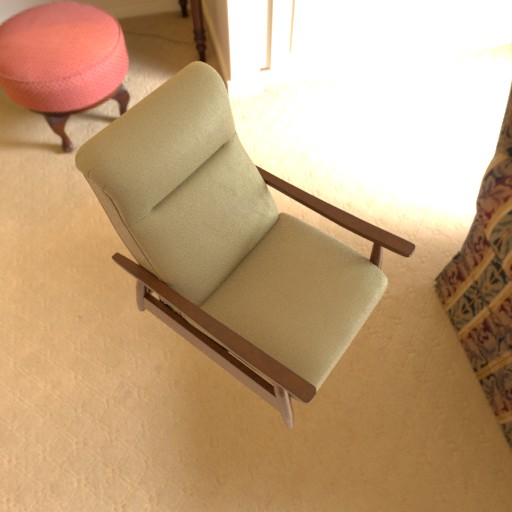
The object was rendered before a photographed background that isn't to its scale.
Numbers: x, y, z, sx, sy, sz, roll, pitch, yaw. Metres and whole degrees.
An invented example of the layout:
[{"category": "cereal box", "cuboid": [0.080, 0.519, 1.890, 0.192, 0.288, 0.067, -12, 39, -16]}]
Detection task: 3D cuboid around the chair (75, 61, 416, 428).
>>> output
[{"category": "chair", "cuboid": [0.000, 0.000, 1.814, 1.014, 1.082, 0.762, 33, 65, 18]}]
